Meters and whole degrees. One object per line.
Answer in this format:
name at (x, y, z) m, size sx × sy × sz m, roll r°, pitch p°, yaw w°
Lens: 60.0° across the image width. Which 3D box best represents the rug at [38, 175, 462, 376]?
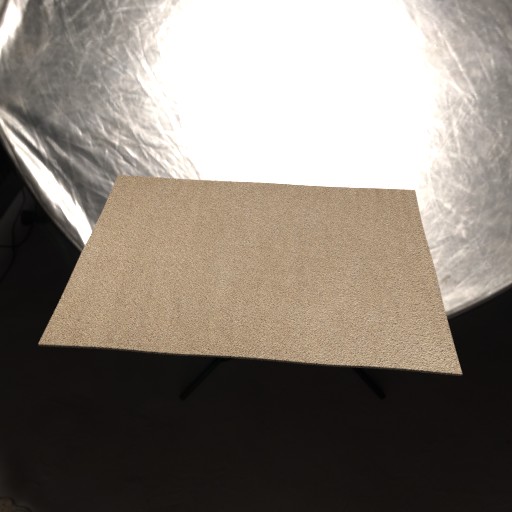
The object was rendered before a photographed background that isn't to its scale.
rug at (0.000, 0.000, 3.418) m, size 2.699 × 0.025 × 1.800 m, roll 3°, pitch 48°, yaw 3°
